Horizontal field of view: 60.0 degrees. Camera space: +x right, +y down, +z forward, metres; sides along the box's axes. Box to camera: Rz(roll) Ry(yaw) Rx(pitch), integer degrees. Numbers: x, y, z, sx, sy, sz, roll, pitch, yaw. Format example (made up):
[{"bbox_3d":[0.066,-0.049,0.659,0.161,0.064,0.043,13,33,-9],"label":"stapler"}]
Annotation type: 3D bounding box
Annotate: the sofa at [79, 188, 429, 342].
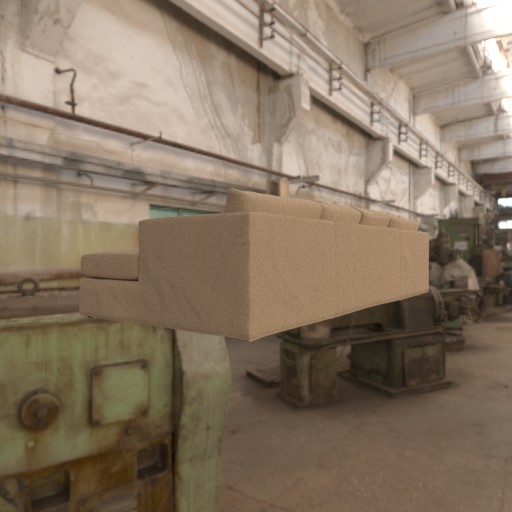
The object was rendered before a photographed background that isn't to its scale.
[{"bbox_3d":[0.000,0.000,4.431,2.427,0.882,3.460,1,1,36],"label":"sofa"}]
